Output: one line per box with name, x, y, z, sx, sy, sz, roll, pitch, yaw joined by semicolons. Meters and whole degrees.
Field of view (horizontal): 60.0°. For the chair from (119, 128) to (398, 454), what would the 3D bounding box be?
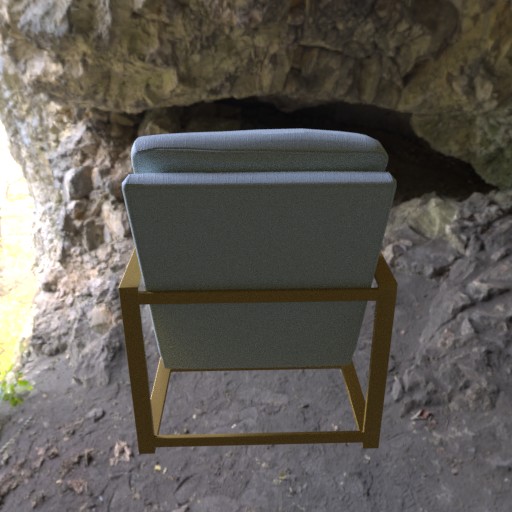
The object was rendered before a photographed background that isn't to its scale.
chair;0.000;0.000;1.519;0.758;0.956;0.813;-1;29;-1
